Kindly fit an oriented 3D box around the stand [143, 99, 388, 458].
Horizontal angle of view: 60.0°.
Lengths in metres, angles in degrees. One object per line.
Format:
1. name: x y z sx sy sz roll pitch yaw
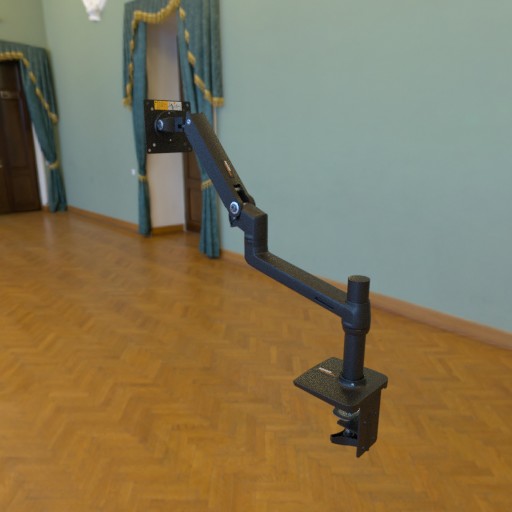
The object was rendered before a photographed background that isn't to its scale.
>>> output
1. stand: 0.000 0.000 1.034 0.650 0.713 0.152 15 22 42
